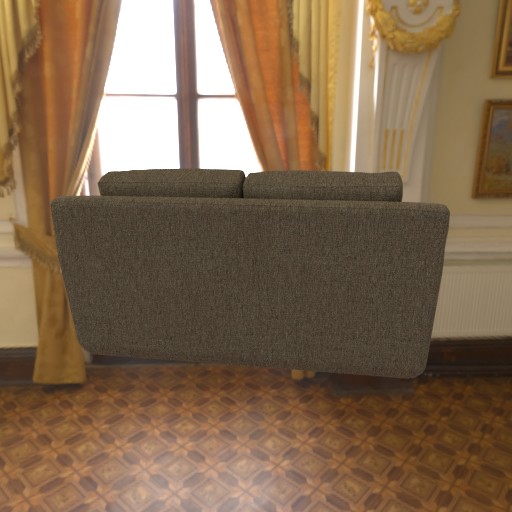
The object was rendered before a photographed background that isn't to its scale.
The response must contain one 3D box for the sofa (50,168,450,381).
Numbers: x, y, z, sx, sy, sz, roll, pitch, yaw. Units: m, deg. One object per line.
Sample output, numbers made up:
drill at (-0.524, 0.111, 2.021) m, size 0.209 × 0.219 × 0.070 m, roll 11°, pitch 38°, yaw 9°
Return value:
sofa at (0.000, 0.000, 2.476) m, size 1.778 × 0.991 × 1.120 m, roll 2°, pitch 15°, yaw 9°
